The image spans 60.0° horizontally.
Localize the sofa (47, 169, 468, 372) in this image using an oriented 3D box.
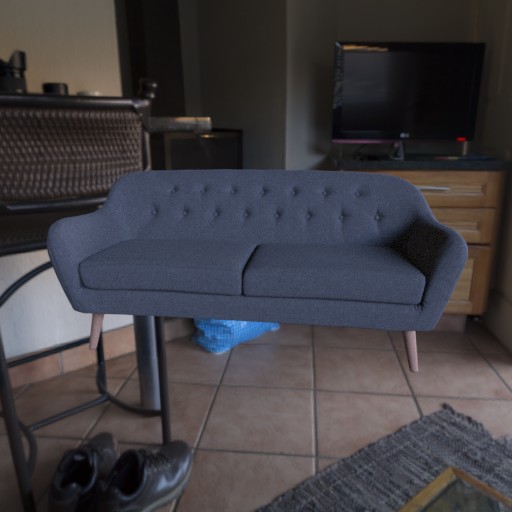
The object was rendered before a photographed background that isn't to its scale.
[{"bbox_3d":[0.000,0.000,2.269,1.840,0.820,0.820,2,15,8],"label":"sofa"}]
